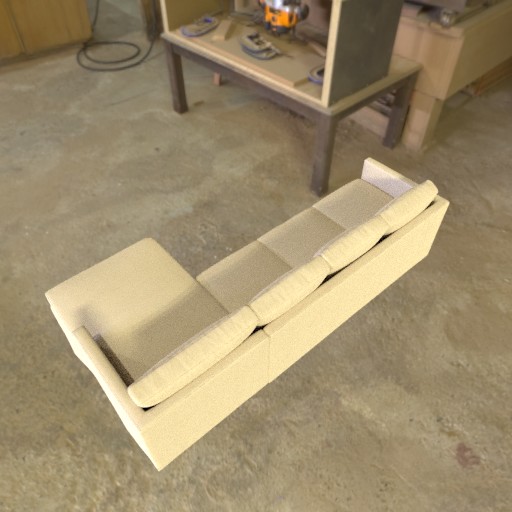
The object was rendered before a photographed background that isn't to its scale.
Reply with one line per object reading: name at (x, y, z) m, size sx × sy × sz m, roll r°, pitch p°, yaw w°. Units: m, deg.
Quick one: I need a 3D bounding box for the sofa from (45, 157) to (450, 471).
sofa at (0.000, 0.000, 3.846) m, size 3.206 × 0.871 × 1.622 m, roll -32°, pitch 55°, yaw -26°
